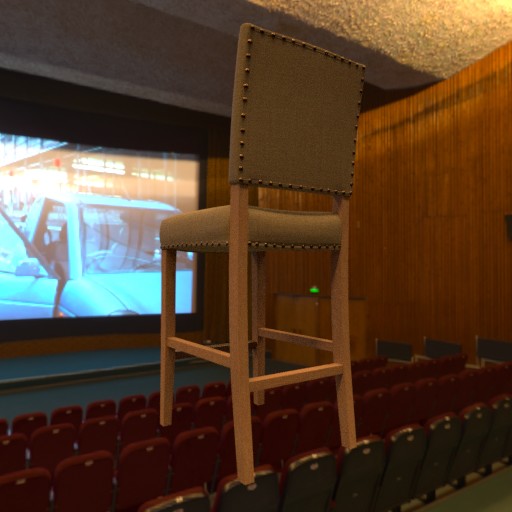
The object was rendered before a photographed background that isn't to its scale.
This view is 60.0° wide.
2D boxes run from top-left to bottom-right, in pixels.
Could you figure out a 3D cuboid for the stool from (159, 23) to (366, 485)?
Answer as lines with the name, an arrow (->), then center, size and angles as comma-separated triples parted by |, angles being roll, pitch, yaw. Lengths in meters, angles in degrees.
stool -> 0.000, 0.000, 1.449 | 0.445, 1.173, 0.585 | 0, -1, -34
